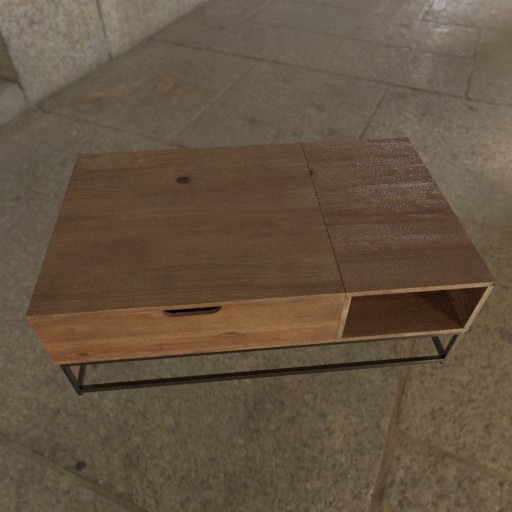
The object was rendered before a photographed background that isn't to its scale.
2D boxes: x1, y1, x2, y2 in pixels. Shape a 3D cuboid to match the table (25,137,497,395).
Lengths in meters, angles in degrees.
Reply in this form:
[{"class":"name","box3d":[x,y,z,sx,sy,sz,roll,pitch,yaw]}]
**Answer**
[{"class":"table","box3d":[0.000,0.000,1.395,1.101,0.395,0.655,-4,46,-4]}]
